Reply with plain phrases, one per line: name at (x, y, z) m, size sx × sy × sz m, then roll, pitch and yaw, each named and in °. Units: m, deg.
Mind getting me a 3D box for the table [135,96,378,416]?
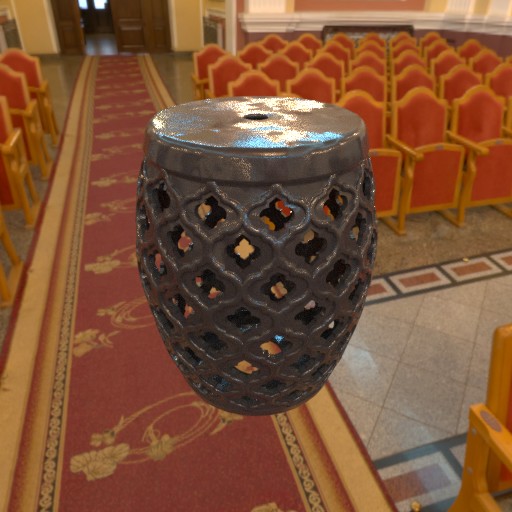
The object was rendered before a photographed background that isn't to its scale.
table at (0.000, 0.000, 0.630) m, size 0.325 × 0.388 × 0.325 m, roll 0°, pitch 31°, yaw 0°
